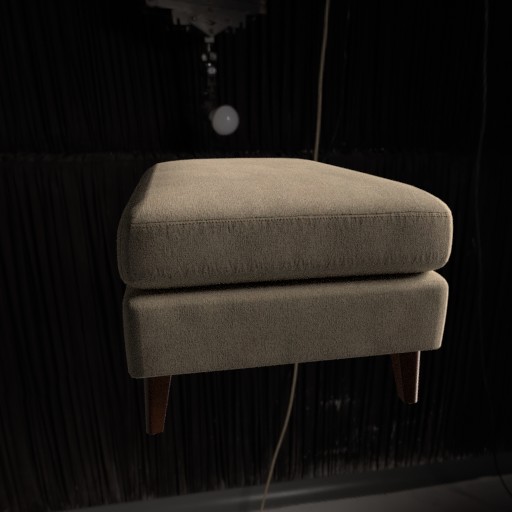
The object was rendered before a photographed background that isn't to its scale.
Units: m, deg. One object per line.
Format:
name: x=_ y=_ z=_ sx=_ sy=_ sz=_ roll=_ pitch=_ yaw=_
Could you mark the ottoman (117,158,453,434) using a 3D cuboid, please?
ottoman: x=0.000 y=0.000 z=1.180 sx=0.610 sy=0.478 sz=0.823 roll=-3 pitch=17 yaw=-10
